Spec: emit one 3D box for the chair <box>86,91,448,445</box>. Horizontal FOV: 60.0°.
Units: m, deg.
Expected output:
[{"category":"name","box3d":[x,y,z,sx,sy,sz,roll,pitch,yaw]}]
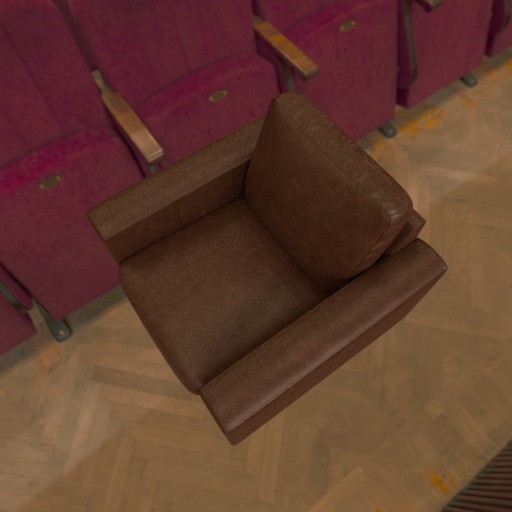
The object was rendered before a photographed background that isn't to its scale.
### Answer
[{"category":"chair","box3d":[0.000,0.000,1.766,1.016,0.873,1.005,-32,68,-15]}]
